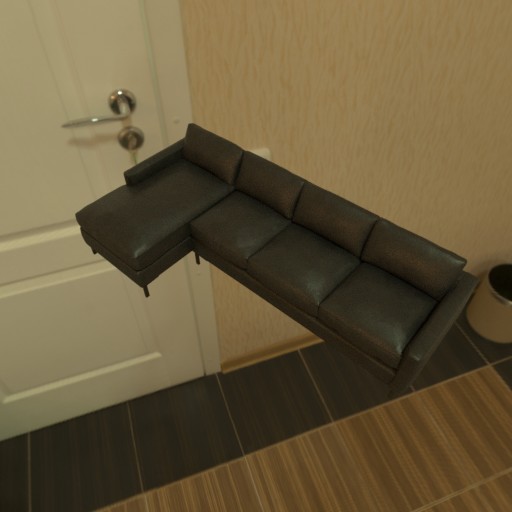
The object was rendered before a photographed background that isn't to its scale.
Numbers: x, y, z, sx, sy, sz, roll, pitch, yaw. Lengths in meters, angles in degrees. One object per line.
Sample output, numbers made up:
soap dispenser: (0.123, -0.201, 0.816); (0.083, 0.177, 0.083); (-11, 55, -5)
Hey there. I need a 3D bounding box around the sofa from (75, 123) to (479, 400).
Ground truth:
sofa: (0.000, 0.000, 3.621); (2.993, 0.859, 1.471); (32, 55, 27)
